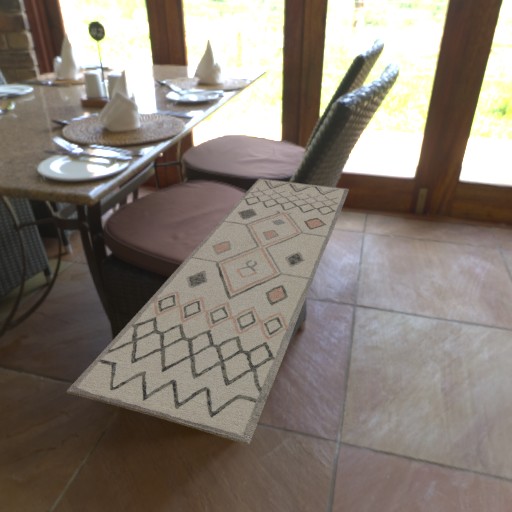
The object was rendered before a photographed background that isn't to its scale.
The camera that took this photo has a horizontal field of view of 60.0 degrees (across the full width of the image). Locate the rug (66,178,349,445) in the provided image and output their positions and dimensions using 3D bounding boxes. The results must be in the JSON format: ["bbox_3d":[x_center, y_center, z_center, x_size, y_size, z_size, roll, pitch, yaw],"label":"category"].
[{"bbox_3d":[0.000,0.000,2.614,0.750,0.011,2.435,9,32,16],"label":"rug"}]
